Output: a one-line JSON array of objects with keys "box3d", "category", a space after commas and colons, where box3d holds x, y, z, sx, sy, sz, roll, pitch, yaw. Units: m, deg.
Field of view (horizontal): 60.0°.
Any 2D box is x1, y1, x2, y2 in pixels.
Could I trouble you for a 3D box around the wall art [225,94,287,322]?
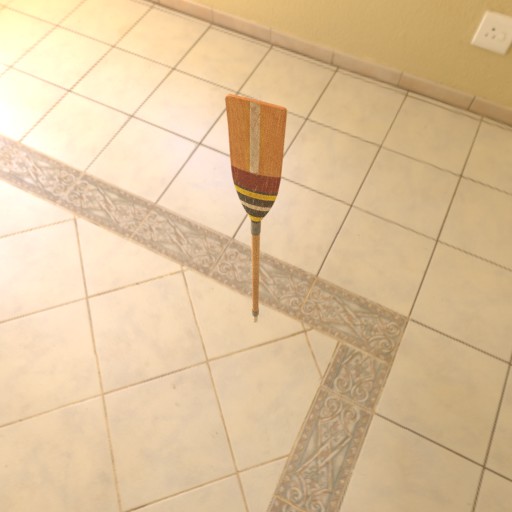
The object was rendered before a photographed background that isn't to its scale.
[{"box3d": [0.000, 0.000, 1.695, 0.146, 1.556, 0.038, 16, 64, 8], "category": "wall art"}]
